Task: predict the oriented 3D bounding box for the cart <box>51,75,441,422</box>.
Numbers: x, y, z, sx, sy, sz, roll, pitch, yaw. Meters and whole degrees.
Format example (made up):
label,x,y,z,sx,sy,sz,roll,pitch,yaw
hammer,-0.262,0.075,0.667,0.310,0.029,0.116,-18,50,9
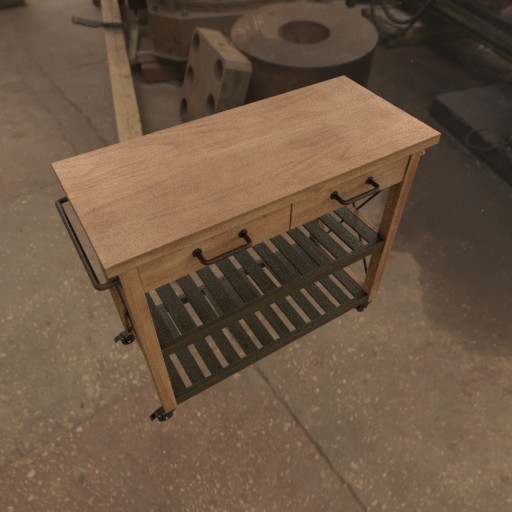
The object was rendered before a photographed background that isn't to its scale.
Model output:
label,x,y,z,sx,sy,sz,roll,pitch,yaw
cart,0.000,0.000,0.993,0.686,0.554,0.298,-24,51,-21
